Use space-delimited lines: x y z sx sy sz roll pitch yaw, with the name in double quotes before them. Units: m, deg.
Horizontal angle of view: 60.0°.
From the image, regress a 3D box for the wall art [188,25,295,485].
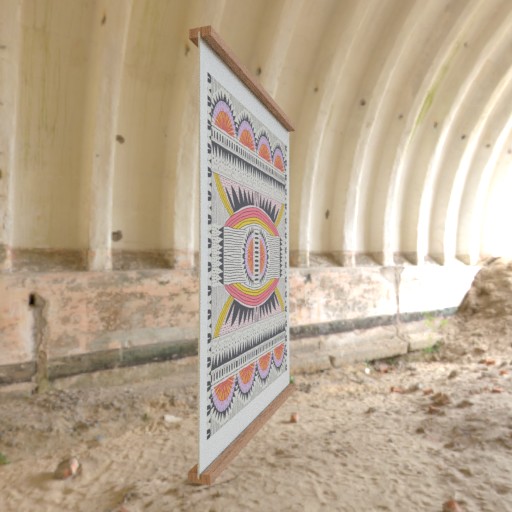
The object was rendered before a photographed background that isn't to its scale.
"wall art" 0.000 0.000 0.701 0.028 0.527 0.403 0 -1 19
